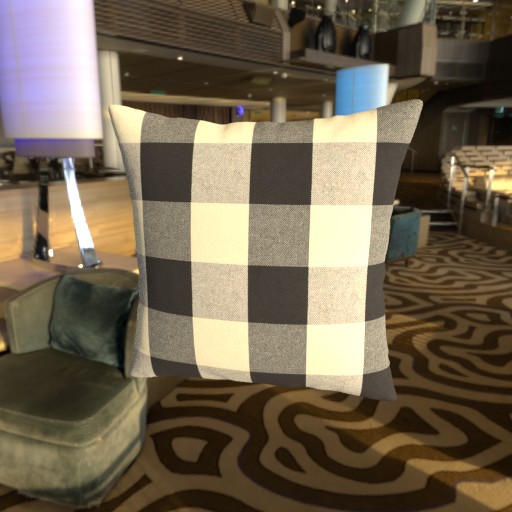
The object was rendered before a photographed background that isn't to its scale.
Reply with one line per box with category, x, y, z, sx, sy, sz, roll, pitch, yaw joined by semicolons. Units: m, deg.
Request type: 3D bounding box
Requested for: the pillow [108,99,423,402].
pillow;0.000;0.000;0.772;0.511;0.509;0.161;3;14;10
